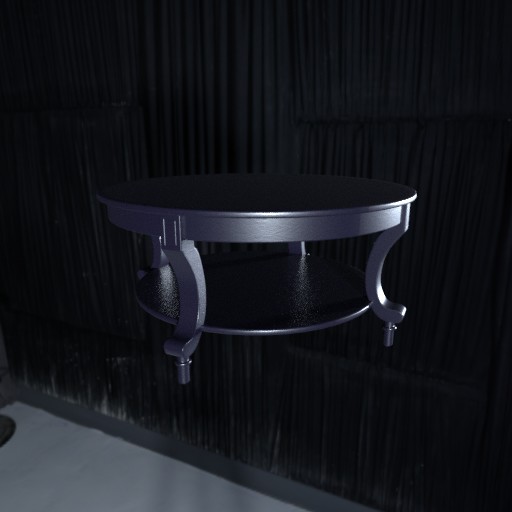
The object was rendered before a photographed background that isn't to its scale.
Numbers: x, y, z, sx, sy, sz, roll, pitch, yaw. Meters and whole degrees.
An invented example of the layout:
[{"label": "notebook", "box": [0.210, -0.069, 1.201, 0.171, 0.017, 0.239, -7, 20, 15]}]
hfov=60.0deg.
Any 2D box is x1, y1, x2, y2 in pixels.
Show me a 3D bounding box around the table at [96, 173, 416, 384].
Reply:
[{"label": "table", "box": [0.000, 0.000, 1.566, 1.029, 0.491, 1.029, 0, 15, 0]}]
